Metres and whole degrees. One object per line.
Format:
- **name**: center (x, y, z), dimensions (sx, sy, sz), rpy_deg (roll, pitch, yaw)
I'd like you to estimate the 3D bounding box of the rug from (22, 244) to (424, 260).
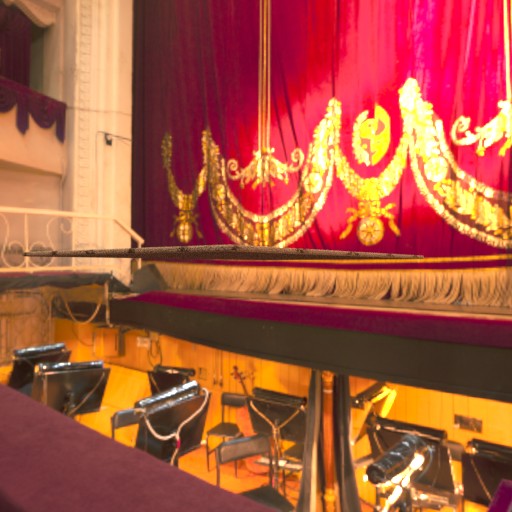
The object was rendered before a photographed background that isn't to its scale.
- **rug**: center (0.000, 0.000, 3.454), dimensions (1.778, 0.030, 2.743), rpy_deg (-1, -1, 37)
